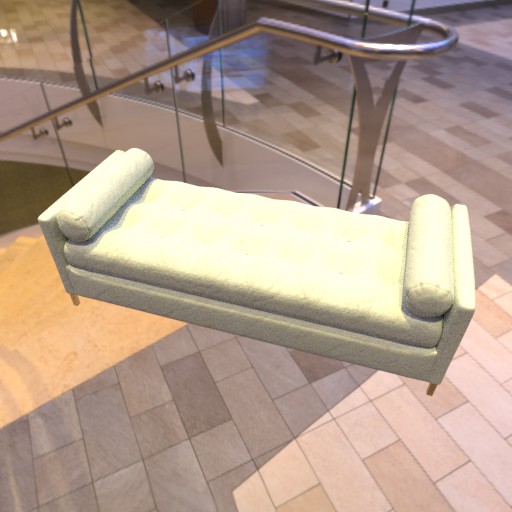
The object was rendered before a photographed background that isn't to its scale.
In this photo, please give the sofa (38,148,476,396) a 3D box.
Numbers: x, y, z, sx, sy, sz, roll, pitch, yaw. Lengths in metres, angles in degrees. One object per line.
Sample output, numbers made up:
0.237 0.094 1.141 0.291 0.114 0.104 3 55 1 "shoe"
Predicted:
0.000 0.000 2.461 2.102 0.705 0.796 11 42 13 "sofa"
